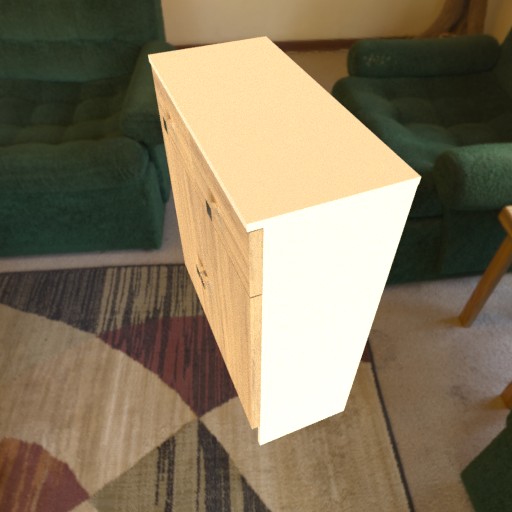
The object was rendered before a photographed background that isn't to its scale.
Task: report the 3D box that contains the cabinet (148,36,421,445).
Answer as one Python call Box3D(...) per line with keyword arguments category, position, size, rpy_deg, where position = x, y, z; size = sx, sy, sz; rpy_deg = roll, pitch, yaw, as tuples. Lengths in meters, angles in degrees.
Box3D(category="cabinet", position=(0.000, 0.000, 1.119), size=(0.296, 0.815, 0.600), rpy_deg=(-16, 49, -15))
